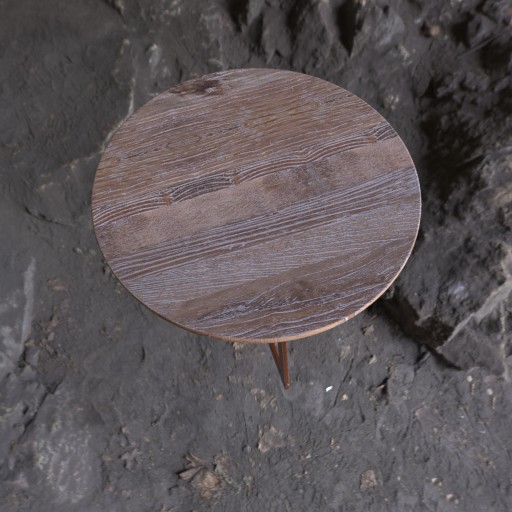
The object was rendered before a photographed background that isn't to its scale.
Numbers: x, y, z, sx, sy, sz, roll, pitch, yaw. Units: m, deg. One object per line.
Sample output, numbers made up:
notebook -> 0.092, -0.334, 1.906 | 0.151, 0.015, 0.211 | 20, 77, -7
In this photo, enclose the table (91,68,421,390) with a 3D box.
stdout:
table -> 0.000, 0.000, 0.899 | 0.500, 0.500, 0.500 | 0, 63, 0
